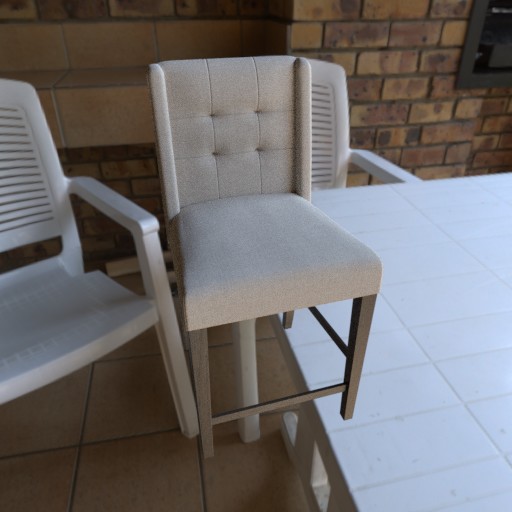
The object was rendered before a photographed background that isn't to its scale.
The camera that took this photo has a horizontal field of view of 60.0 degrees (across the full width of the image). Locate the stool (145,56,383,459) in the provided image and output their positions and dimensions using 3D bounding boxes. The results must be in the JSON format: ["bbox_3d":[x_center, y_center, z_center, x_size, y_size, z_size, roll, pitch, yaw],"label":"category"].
[{"bbox_3d":[0.000,0.000,1.212,0.474,0.939,0.509,-9,33,-15],"label":"stool"}]
